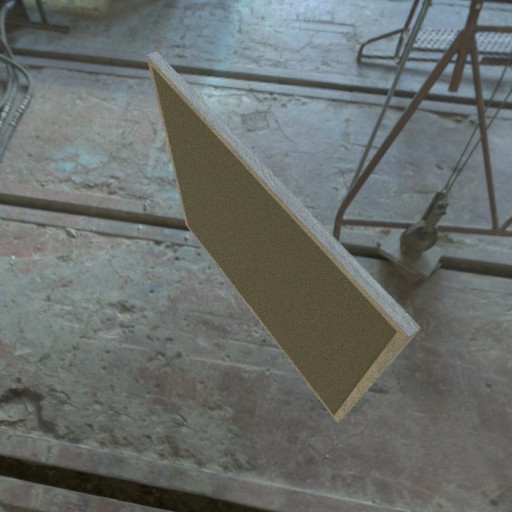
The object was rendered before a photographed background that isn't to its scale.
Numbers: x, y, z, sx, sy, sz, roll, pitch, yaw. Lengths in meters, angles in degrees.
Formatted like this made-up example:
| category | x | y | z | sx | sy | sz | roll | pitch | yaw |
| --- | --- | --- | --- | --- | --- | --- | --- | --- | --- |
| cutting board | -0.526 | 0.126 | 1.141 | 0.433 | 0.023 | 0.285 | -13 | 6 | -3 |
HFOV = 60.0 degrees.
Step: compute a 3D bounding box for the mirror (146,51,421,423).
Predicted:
| category | x | y | z | sx | sy | sz | roll | pitch | yaw |
| --- | --- | --- | --- | --- | --- | --- | --- | --- | --- |
| mirror | 0.000 | 0.000 | 1.146 | 0.028 | 0.689 | 0.839 | -31 | 64 | -17 |
